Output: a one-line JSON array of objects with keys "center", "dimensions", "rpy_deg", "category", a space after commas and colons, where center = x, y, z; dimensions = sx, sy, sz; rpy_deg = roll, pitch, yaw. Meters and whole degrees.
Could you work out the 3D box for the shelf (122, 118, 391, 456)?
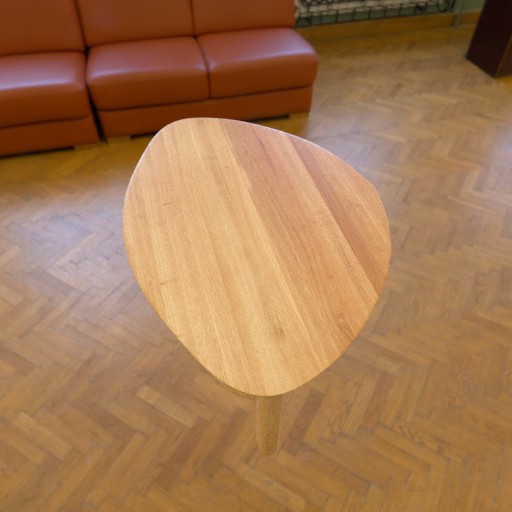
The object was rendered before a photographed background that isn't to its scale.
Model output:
[{"center": [0.000, 0.000, 1.596], "dimensions": [0.845, 0.440, 1.246], "rpy_deg": [-12, 48, -11], "category": "shelf"}]
